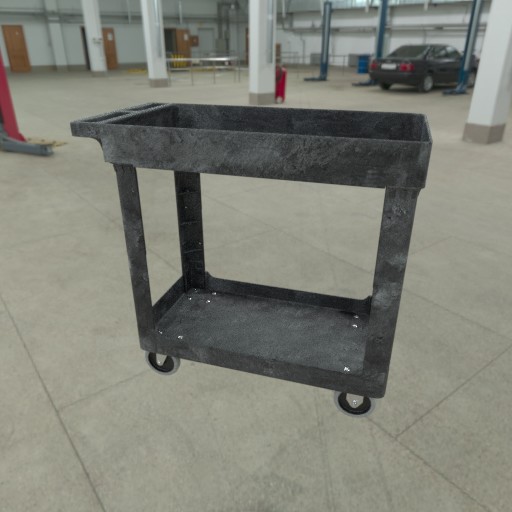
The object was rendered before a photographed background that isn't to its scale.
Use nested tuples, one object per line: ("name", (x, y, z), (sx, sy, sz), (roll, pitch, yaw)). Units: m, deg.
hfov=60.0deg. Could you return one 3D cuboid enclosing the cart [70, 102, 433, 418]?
("cart", (0.000, 0.000, 1.364), (0.877, 0.824, 0.420), (8, 27, 15))
